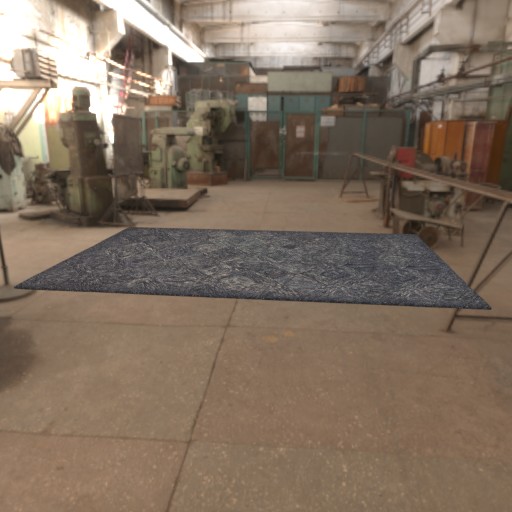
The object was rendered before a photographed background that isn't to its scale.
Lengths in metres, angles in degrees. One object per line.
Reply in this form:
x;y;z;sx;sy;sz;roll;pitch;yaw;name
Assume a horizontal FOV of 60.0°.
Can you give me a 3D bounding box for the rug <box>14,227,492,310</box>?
0.000;0.000;2.145;1.754;0.010;1.139;2;16;7;rug
